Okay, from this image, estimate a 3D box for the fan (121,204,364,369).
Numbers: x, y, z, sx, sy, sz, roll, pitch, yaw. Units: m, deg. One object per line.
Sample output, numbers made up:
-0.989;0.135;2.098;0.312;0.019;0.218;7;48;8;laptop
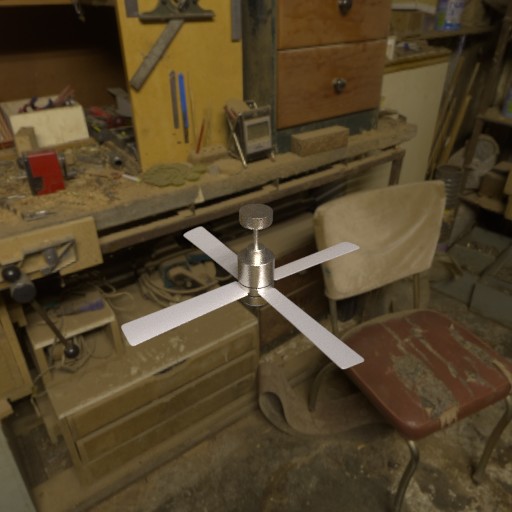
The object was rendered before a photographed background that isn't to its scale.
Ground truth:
0.000;0.000;2.396;1.525;0.539;1.525;-20;37;-29;fan
